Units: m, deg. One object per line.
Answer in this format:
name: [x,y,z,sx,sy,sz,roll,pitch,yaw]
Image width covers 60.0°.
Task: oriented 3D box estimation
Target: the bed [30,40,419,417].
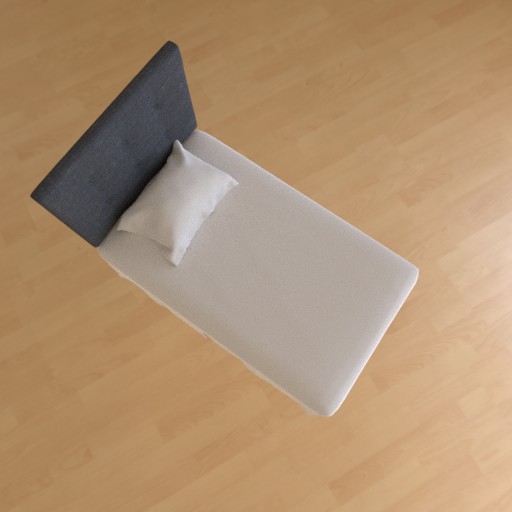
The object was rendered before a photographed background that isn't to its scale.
bed: [0.000,0.000,2.919,1.997,1.571,1.261,34,78,9]
